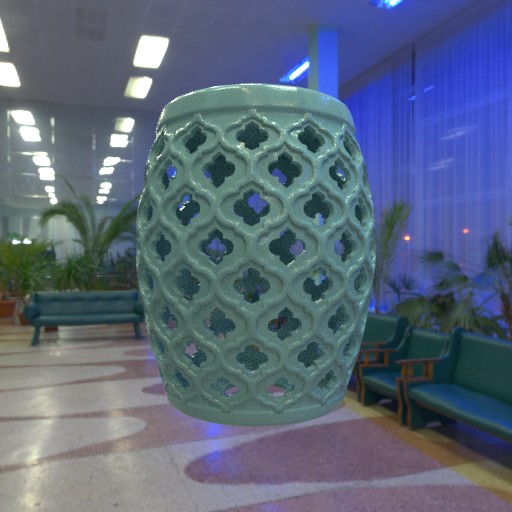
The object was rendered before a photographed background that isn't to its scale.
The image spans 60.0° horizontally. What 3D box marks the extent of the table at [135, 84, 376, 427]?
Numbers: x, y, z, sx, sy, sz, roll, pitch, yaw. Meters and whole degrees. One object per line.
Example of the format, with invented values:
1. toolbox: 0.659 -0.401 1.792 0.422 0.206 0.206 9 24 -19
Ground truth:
1. table: 0.000 0.000 0.620 0.325 0.388 0.325 0 1 0
